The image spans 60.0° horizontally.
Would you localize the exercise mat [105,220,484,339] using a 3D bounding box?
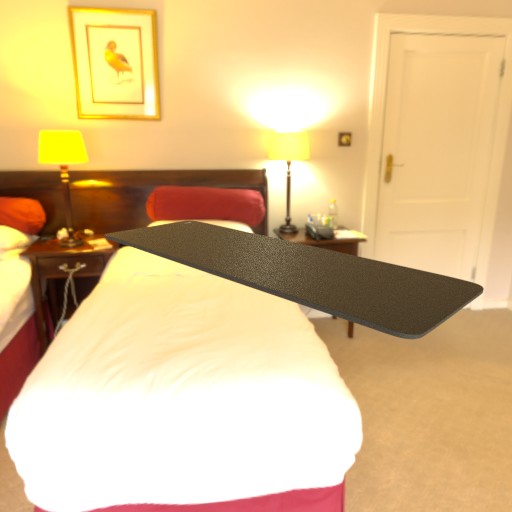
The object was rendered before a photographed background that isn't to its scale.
[{"bbox_3d":[0.000,0.000,2.091,1.869,0.021,0.616,15,22,43],"label":"exercise mat"}]
